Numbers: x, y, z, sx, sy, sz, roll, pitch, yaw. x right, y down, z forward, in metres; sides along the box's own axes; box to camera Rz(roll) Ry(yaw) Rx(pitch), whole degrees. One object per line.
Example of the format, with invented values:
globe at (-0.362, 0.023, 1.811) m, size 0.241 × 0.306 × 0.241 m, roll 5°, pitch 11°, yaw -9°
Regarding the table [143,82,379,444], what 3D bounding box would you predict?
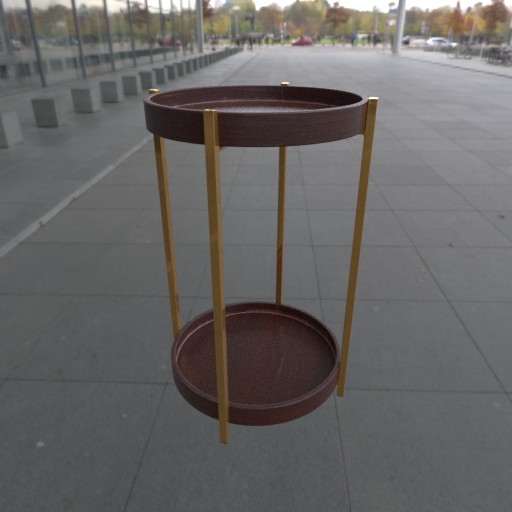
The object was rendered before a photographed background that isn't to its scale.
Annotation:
table at (0.000, 0.000, 0.879) m, size 0.400 × 0.610 × 0.400 m, roll 8°, pitch 28°, yaw 16°
